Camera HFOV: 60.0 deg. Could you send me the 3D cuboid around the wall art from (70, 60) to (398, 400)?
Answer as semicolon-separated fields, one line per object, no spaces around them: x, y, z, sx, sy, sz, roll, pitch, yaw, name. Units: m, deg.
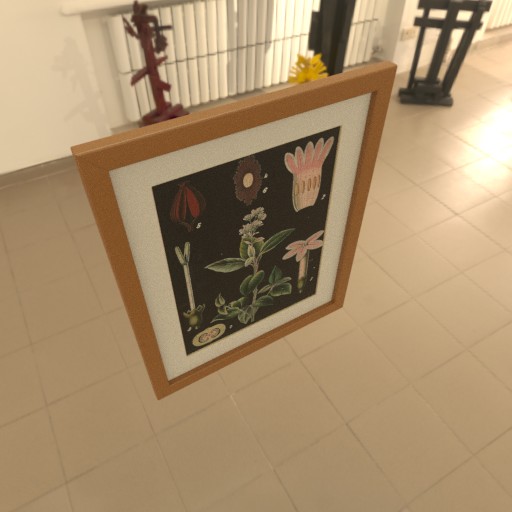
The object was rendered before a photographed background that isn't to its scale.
0.000;0.000;0.512;0.310;0.379;0.015;-23;50;-21;wall art
